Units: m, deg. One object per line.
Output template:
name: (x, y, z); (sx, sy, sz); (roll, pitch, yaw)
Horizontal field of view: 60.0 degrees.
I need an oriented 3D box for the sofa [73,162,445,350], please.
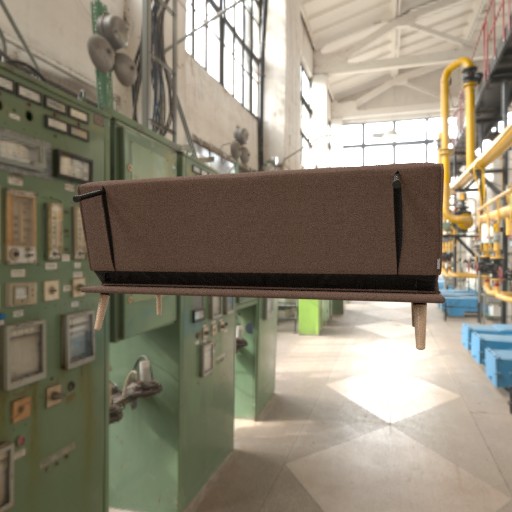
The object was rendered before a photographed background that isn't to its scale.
sofa: (0.000, 0.000, 2.366); (1.820, 0.810, 1.038); (0, 0, 18)
